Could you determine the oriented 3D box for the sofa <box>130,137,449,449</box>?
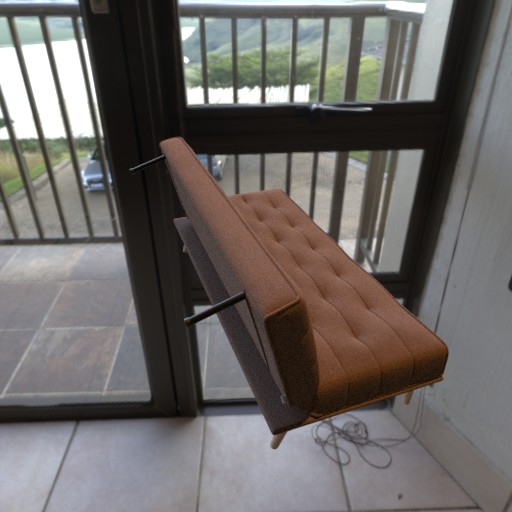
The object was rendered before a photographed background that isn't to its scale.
[{"bbox_3d":[0.000,0.000,2.331,1.038,0.810,1.820,-11,34,-17],"label":"sofa"}]
